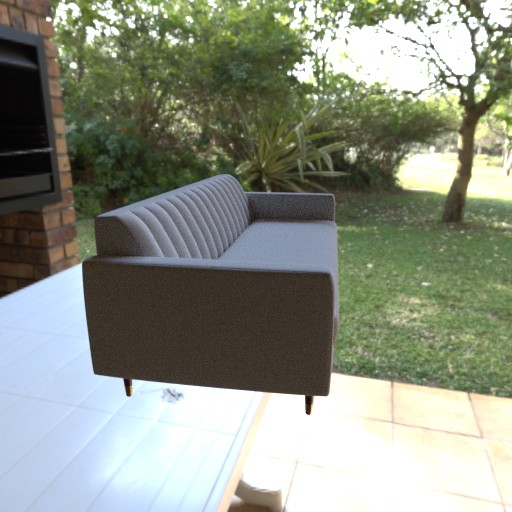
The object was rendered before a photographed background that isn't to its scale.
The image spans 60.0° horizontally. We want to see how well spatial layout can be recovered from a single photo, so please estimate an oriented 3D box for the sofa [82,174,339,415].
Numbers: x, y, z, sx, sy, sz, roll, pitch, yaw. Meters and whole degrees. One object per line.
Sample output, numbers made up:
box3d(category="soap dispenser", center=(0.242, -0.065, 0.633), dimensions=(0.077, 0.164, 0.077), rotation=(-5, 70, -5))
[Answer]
box3d(category="sofa", center=(0.000, 0.000, 2.722), dimensions=(0.990, 0.821, 2.291), rotation=(3, 15, 9))
